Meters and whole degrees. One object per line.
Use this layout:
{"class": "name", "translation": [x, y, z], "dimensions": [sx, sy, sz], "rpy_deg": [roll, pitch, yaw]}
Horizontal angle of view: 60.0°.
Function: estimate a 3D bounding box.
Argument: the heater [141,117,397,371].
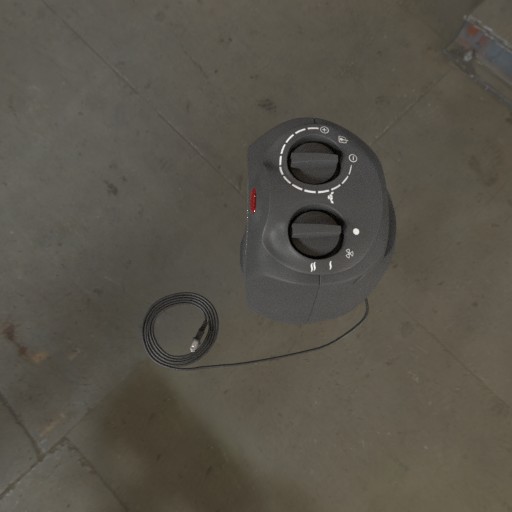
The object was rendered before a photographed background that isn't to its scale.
{"class": "heater", "translation": [0.000, 0.000, 0.468], "dimensions": [0.291, 0.240, 0.239], "rpy_deg": [0, 76, 0]}
